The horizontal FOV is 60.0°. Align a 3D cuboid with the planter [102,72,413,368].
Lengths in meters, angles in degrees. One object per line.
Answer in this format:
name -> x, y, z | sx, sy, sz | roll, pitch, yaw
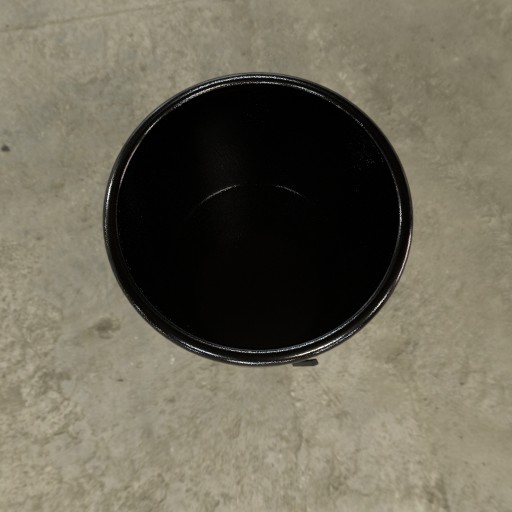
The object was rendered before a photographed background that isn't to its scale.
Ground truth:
planter -> 0.000, 0.000, 0.634 | 0.310, 0.432, 0.310 | 19, 77, 5
